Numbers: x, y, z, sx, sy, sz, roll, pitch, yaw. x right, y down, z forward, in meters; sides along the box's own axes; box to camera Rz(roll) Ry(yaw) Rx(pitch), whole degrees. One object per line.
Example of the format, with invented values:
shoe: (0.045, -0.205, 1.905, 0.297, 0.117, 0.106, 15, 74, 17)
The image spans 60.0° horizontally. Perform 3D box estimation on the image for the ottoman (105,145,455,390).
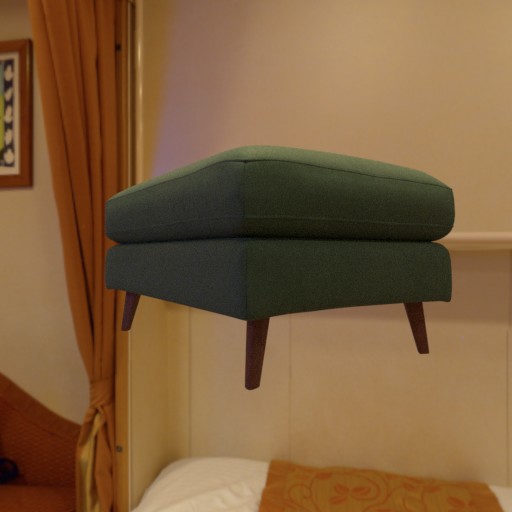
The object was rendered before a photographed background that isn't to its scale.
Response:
ottoman: (0.000, 0.000, 1.177, 0.608, 0.449, 0.811, 0, 0, -34)
